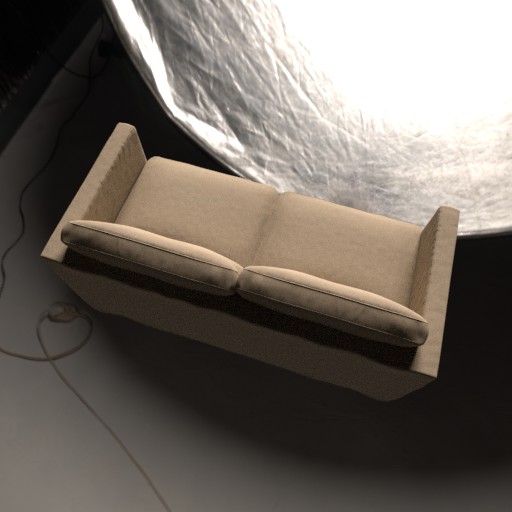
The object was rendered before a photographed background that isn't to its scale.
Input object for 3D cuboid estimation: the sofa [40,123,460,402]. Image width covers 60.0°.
[{"bbox_3d":[0.000,0.000,2.505,1.987,0.847,0.956,16,65,8],"label":"sofa"}]
